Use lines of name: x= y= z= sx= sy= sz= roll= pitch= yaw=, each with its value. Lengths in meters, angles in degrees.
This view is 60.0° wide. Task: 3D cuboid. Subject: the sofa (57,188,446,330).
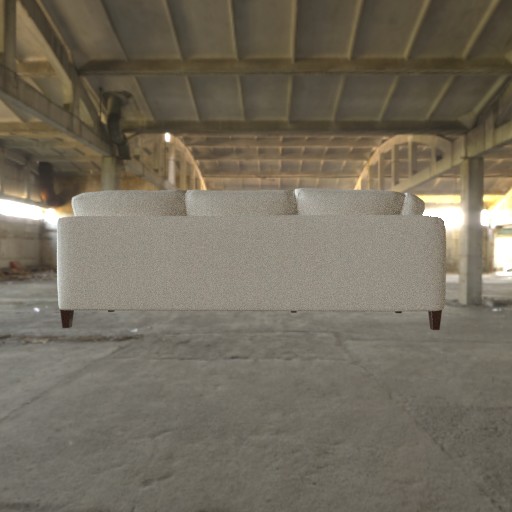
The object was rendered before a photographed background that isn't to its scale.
sofa: x=0.000 y=0.000 z=4.514 sx=2.593 sy=0.947 sz=3.302 roll=0 pitch=0 yaw=2
